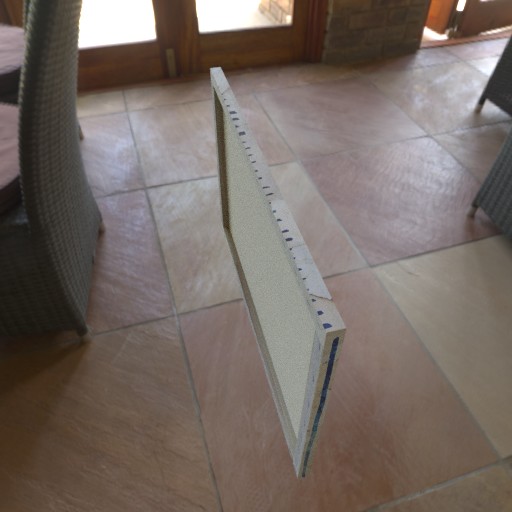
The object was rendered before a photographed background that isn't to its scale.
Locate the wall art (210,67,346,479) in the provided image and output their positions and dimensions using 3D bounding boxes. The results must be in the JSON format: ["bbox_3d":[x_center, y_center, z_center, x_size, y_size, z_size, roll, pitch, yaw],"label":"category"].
[{"bbox_3d":[0.000,0.000,1.438,0.038,0.757,1.143,-10,47,-10],"label":"wall art"}]
